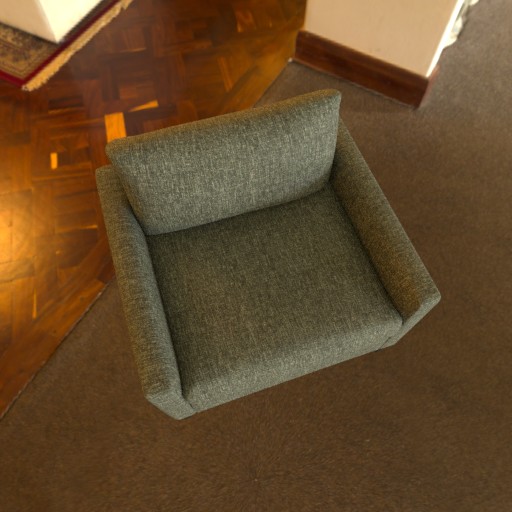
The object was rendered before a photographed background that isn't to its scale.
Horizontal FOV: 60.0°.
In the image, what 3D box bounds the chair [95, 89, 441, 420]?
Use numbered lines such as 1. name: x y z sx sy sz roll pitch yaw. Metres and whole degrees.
1. chair: 0.000 0.000 1.635 0.963 0.861 0.866 -17 64 -8
